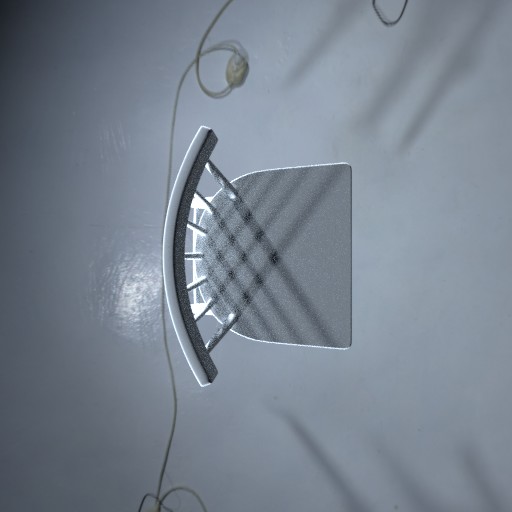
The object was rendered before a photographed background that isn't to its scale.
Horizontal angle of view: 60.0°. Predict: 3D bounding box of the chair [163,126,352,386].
[{"bbox_3d":[0.000,0.000,1.272,0.572,0.952,0.483,0,90,1],"label":"chair"}]
